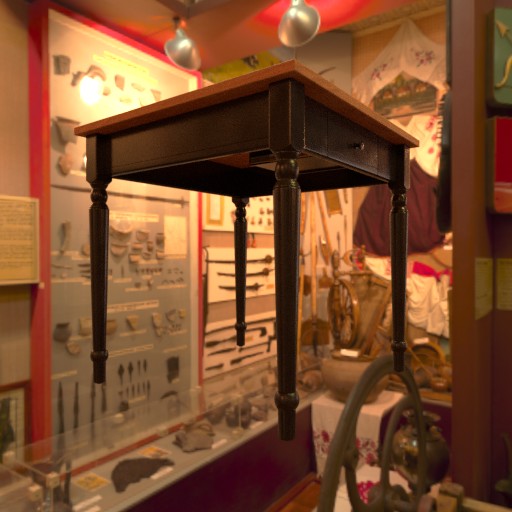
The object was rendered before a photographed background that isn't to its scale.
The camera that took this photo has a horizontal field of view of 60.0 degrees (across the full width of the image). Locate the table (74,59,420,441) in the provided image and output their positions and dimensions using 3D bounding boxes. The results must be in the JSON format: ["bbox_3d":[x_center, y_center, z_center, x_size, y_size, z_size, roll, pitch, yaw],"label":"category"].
[{"bbox_3d":[0.000,0.000,1.347,0.747,0.738,0.747,0,0,37],"label":"table"}]
